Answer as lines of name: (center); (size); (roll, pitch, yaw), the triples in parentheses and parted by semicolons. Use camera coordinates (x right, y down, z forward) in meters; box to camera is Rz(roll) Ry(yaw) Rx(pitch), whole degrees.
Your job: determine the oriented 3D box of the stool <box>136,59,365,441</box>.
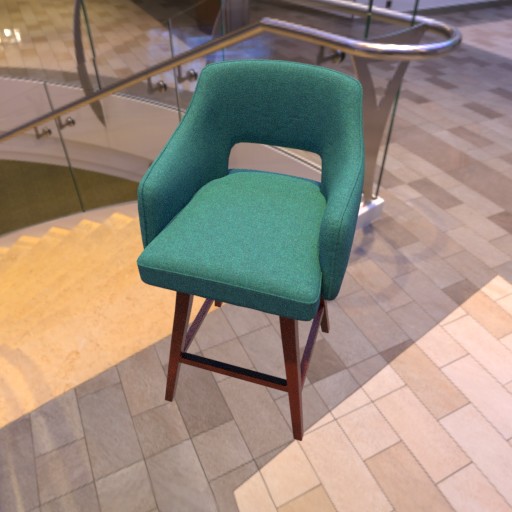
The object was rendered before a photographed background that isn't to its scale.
stool: (0.000, 0.000, 1.321); (0.548, 0.961, 0.556); (12, 42, 13)
